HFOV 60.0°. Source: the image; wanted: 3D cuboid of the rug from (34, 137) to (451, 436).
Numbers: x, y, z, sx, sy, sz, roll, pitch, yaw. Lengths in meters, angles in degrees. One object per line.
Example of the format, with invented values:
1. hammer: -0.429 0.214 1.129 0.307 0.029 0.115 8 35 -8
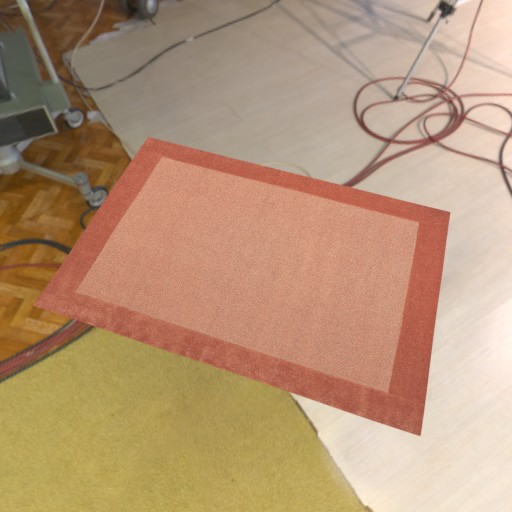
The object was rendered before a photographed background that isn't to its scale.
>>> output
1. rug: 0.000 0.000 2.270 1.829 0.014 1.219 16 59 10
